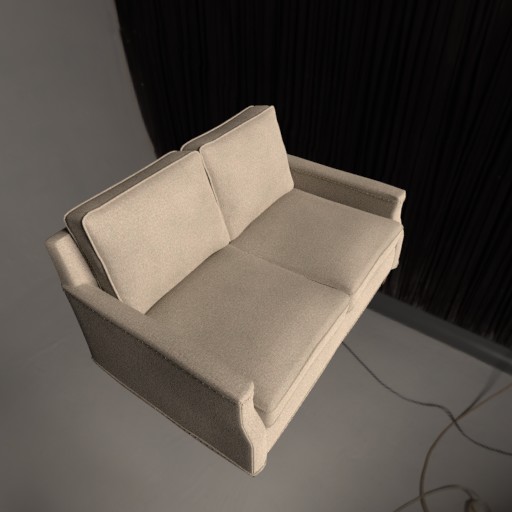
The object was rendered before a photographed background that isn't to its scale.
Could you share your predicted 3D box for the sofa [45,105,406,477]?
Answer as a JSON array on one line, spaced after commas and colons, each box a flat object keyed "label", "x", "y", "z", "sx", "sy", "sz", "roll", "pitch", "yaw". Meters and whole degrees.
[{"label": "sofa", "x": 0.000, "y": 0.000, "z": 2.258, "sx": 1.084, "sy": 1.003, "sz": 1.597, "roll": 24, "pitch": 46, "yaw": 25}]
